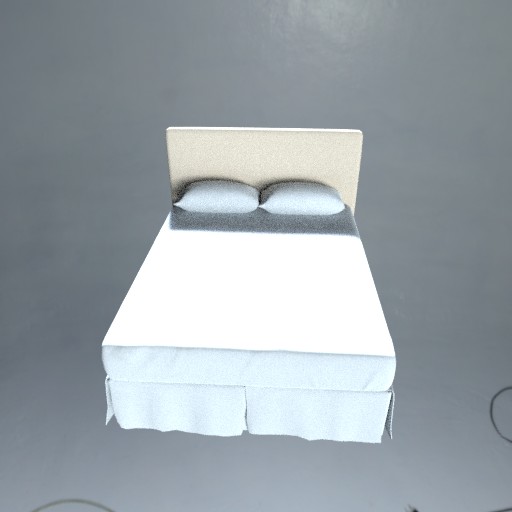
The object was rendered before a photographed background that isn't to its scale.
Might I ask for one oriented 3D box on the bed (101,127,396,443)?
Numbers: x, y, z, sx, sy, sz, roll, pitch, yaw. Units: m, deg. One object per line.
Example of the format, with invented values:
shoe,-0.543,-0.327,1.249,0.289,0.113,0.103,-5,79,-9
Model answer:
bed,0.000,0.000,3.243,1.748,1.330,2.142,2,31,3
